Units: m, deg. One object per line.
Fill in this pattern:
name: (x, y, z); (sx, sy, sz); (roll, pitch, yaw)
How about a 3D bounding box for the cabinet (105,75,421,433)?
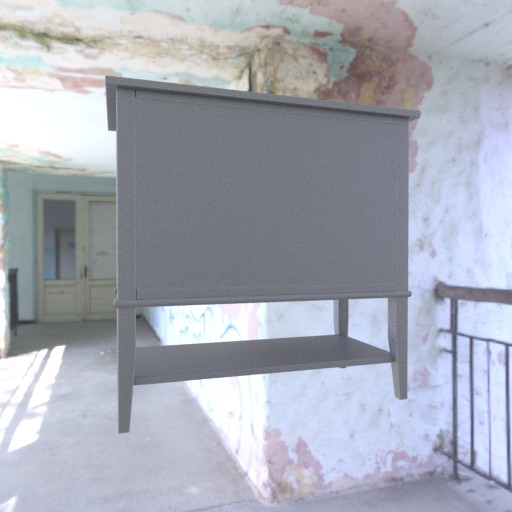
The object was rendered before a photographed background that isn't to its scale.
cabinet: (0.000, 0.000, 1.260); (0.801, 0.780, 0.396); (0, 1, -18)
